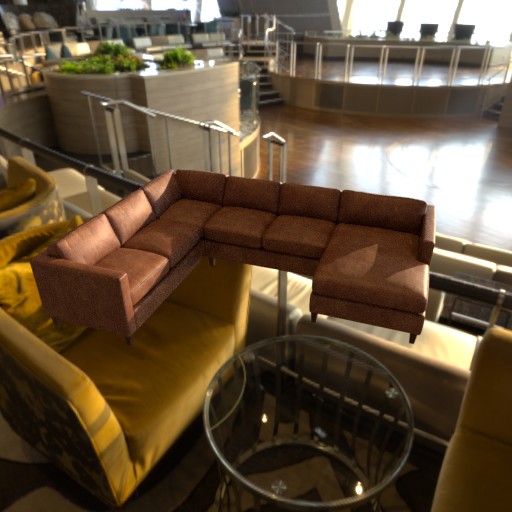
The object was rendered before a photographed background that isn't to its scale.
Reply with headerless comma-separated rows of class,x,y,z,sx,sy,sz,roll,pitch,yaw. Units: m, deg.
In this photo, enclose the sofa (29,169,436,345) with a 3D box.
sofa,0.000,0.000,4.499,3.324,0.888,2.452,10,31,17
